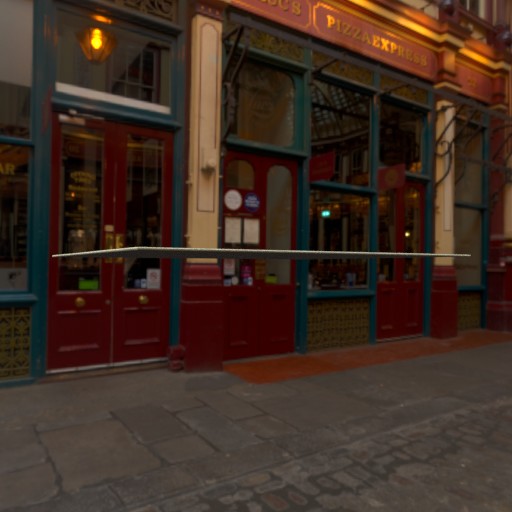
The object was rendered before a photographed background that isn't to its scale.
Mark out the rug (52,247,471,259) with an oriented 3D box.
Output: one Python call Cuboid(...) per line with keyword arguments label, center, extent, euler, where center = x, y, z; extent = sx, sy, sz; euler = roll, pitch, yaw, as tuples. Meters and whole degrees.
Cuboid(label="rug", center=(0.000, 0.000, 4.262), extent=(3.204, 0.016, 2.452), euler=(1, -1, -34))
